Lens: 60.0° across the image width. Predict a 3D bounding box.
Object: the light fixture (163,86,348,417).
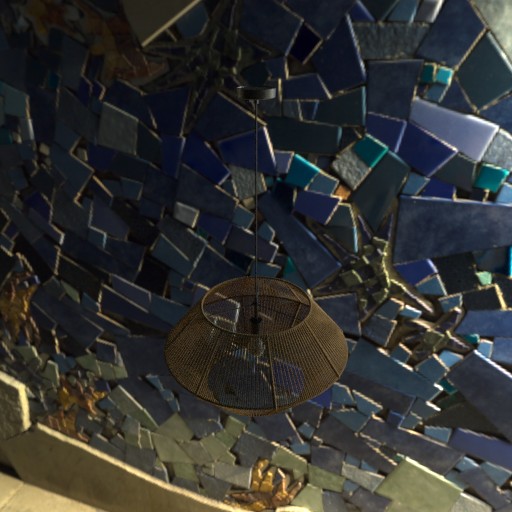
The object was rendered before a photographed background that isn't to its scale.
[{"bbox_3d":[0.000,0.000,1.415,0.643,1.009,0.643,0,26,0],"label":"light fixture"}]
